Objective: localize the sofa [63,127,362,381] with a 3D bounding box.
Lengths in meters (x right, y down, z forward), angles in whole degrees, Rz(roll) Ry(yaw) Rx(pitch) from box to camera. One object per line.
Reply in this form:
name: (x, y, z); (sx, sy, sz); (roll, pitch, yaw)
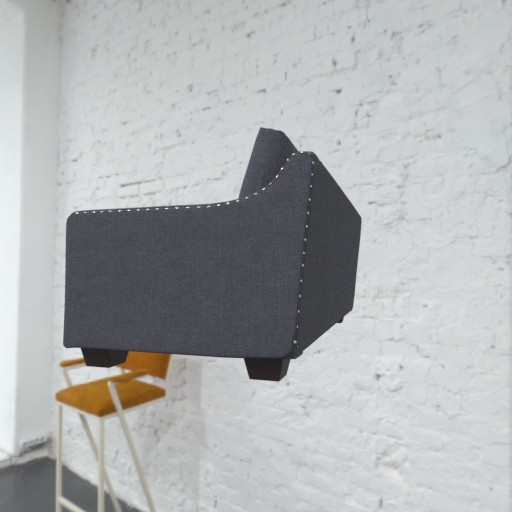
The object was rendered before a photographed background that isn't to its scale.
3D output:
sofa: (0.000, 0.000, 3.275); (1.336, 1.196, 2.550); (-1, -2, 18)
